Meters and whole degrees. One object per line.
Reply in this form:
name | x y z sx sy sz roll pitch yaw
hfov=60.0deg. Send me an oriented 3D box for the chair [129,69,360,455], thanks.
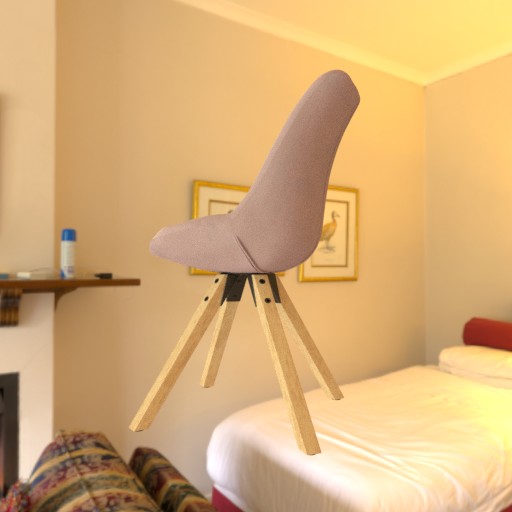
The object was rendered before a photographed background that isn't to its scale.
chair | 0.000 0.000 1.198 0.550 0.850 0.485 0 -1 18
